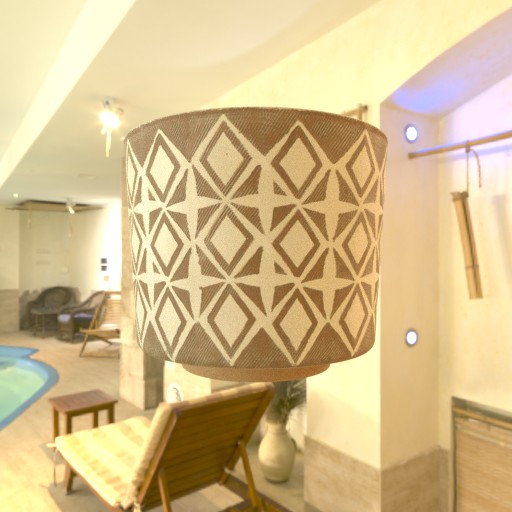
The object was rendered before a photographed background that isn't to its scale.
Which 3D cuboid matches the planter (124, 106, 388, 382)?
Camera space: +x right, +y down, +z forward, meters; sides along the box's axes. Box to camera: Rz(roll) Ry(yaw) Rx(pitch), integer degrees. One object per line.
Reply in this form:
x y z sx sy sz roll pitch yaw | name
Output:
0.000 0.000 0.456 0.260 0.220 0.260 0 0 0 | planter
